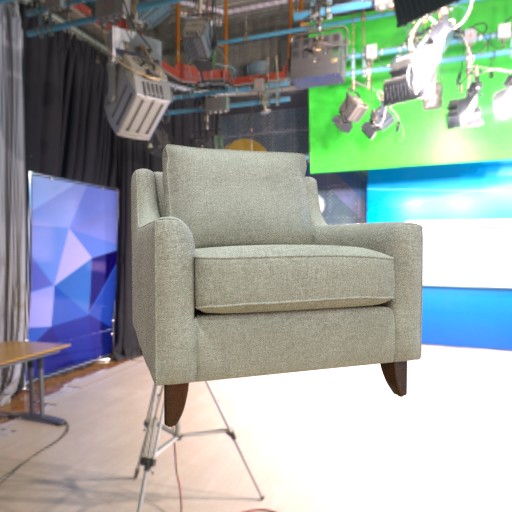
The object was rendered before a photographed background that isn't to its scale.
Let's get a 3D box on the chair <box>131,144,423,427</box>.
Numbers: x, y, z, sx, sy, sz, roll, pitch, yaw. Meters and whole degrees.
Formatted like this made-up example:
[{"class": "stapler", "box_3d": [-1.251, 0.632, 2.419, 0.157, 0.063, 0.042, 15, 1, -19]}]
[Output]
[{"class": "chair", "box_3d": [0.000, 0.000, 1.614, 0.838, 0.864, 0.918, -1, 2, -18]}]
